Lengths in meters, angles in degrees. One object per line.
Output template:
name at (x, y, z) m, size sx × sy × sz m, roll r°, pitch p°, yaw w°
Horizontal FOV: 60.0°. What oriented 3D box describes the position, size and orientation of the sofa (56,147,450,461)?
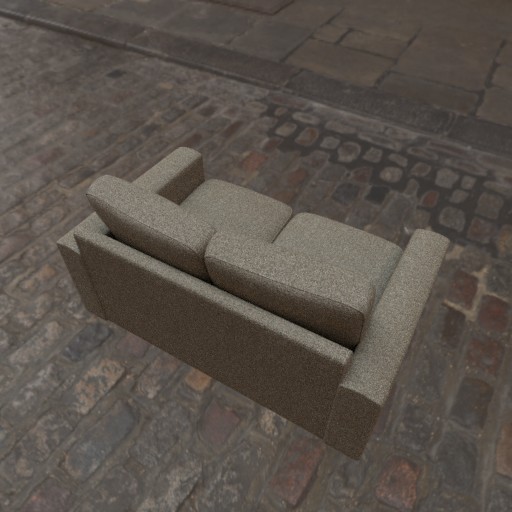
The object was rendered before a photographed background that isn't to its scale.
sofa at (0.000, 0.000, 2.196) m, size 1.616 × 0.873 × 1.016 m, roll 23°, pitch 50°, yaw 21°
